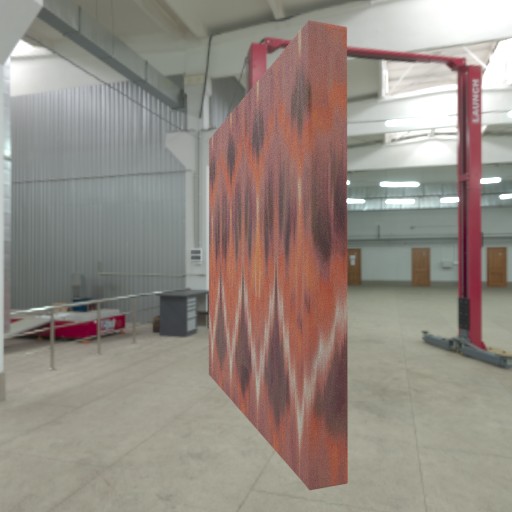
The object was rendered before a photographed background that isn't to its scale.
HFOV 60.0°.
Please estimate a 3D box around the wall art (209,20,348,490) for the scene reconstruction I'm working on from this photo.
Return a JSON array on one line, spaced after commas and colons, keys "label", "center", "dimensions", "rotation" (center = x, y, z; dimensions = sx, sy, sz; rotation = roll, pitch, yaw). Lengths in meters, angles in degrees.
[{"label": "wall art", "center": [0.000, 0.000, 0.579], "dimensions": [0.038, 0.406, 0.403], "rotation": [0, 0, -18]}]
